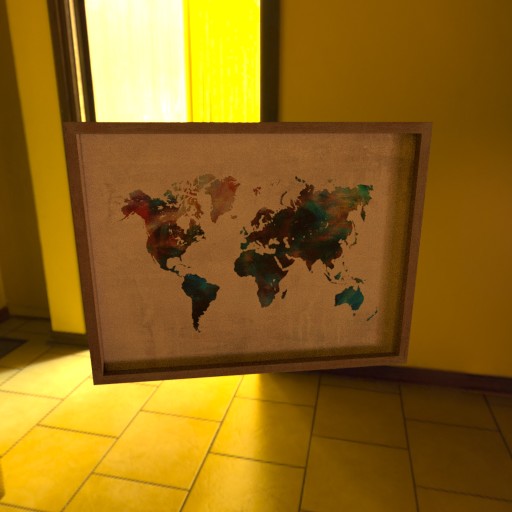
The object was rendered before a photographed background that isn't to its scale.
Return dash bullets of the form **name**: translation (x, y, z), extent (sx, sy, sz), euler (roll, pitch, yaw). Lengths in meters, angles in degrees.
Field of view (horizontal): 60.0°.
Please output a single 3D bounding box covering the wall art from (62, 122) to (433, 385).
- **wall art**: translation (0.000, 0.000, 1.744), extent (1.320, 1.009, 0.070), euler (-2, 17, -7)
